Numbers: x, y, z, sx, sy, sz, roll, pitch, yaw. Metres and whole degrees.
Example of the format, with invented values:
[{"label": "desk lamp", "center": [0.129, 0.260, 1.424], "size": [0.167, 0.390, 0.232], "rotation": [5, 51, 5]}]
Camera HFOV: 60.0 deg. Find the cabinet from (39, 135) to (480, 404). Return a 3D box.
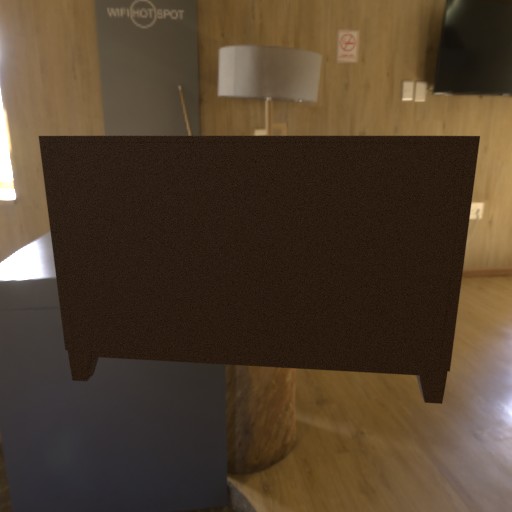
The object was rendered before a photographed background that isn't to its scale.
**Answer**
[{"label": "cabinet", "center": [0.000, 0.000, 1.745], "size": [1.396, 0.914, 0.482], "rotation": [2, 15, 6]}]
